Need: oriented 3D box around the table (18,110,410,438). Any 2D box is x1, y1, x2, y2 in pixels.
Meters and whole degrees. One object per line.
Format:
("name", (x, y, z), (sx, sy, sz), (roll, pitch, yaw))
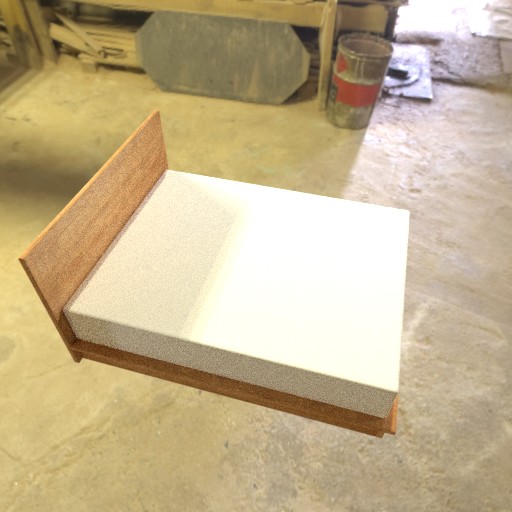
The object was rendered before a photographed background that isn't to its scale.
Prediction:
("table", (0.000, 0.000, 3.092), (2.149, 1.041, 1.707), (11, 47, 11))
